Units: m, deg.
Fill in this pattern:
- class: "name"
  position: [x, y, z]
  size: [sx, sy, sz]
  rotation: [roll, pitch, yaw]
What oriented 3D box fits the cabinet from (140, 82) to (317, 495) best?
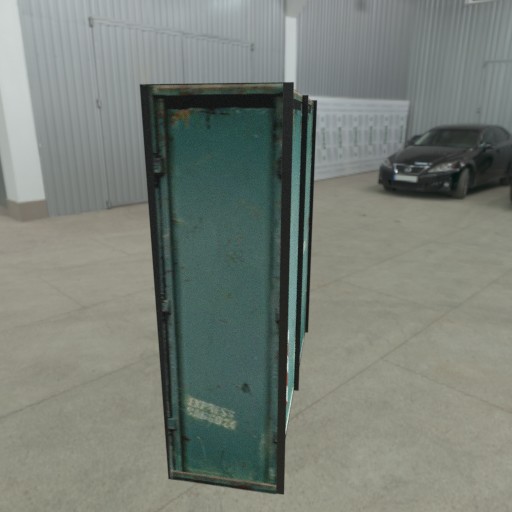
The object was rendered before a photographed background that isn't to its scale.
- class: "cabinet"
  position: [0.000, 0.000, 3.154]
  size: [0.680, 2.160, 2.000]
  rotation: [3, 18, 10]
